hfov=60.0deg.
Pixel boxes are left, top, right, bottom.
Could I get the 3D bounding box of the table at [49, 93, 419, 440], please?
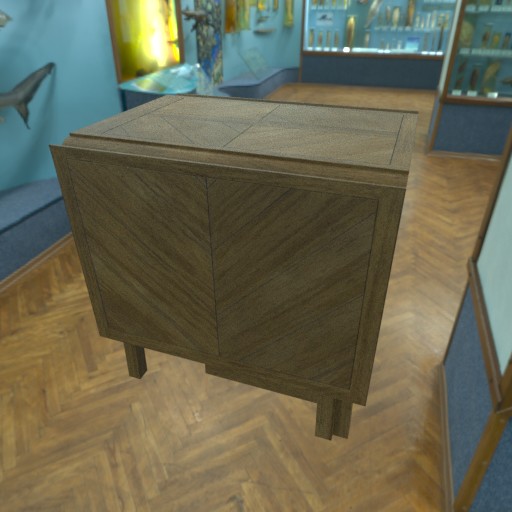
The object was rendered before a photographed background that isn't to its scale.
[{"bbox_3d":[0.000,0.000,1.285,0.746,0.763,0.591,10,33,17],"label":"table"}]
